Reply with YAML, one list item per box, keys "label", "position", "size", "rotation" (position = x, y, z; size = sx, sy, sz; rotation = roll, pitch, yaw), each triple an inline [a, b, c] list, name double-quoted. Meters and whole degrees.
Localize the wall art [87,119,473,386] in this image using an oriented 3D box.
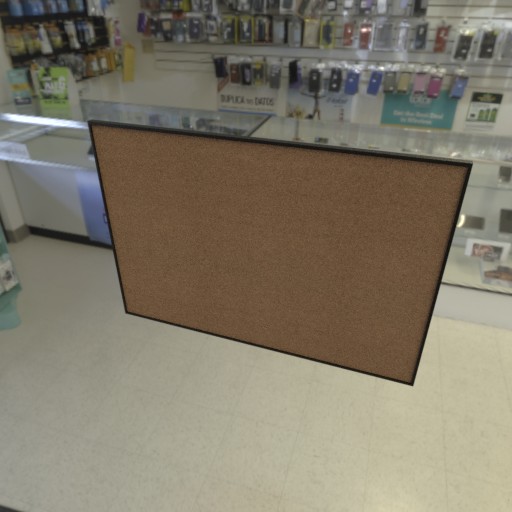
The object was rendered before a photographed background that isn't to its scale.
- label: "wall art"
  position: [0.000, 0.000, 1.232]
  size: [0.957, 0.660, 0.019]
  rotation: [11, 33, 17]
